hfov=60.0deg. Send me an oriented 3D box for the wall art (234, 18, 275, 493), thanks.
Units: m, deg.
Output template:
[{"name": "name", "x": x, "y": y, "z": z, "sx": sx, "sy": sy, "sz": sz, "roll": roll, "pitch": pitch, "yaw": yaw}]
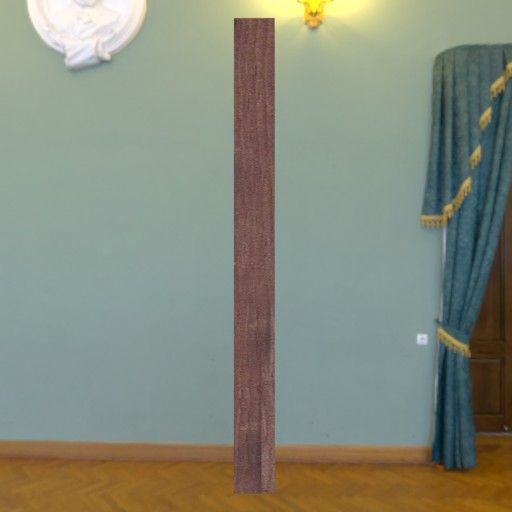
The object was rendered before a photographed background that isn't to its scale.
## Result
[{"name": "wall art", "x": 0.000, "y": 0.000, "z": 0.608, "sx": 0.039, "sy": 0.449, "sz": 0.377, "roll": 0, "pitch": 0, "yaw": 0}]
